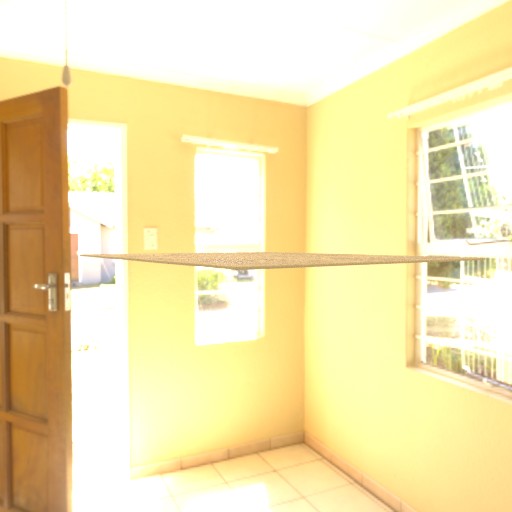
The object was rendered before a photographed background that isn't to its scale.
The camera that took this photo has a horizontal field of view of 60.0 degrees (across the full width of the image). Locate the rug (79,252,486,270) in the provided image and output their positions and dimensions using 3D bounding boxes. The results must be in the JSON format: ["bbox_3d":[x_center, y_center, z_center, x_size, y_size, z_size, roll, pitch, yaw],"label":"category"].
[{"bbox_3d":[0.000,0.000,3.950,2.311,0.032,2.921,-1,2,-35],"label":"rug"}]
